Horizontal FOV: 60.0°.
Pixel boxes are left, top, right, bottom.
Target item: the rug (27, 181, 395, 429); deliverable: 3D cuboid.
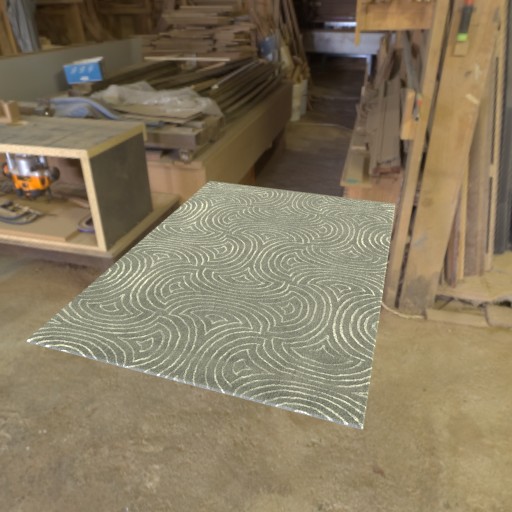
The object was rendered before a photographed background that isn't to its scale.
[{"bbox_3d":[0.000,0.000,2.729,1.543,0.015,2.144,10,32,16],"label":"rug"}]
